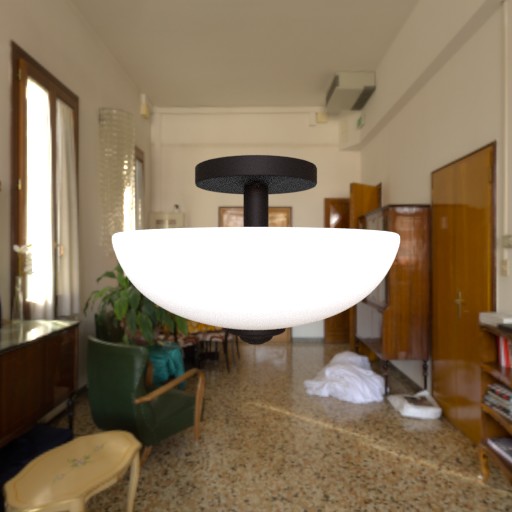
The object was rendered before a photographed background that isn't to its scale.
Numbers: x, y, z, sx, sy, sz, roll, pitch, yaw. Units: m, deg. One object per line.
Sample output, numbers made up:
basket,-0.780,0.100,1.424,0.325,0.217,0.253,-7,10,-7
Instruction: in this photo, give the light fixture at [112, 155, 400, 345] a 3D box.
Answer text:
light fixture,0.000,0.000,0.535,0.331,0.212,0.331,0,0,0
